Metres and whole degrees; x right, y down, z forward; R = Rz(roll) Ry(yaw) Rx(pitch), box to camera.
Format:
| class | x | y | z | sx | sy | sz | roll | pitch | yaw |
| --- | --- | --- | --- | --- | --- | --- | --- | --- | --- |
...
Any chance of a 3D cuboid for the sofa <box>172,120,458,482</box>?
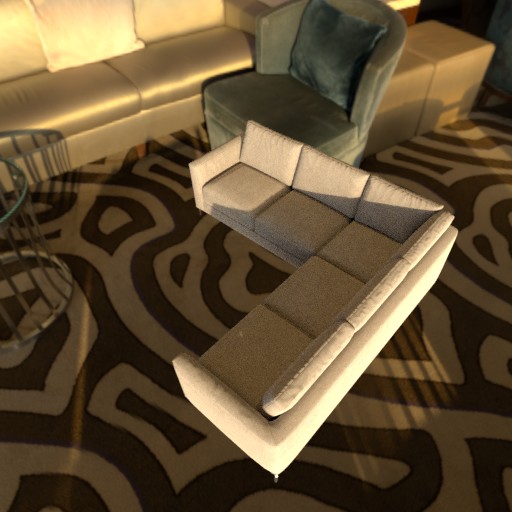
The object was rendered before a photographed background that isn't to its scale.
| class | x | y | z | sx | sy | sz | roll | pitch | yaw |
| --- | --- | --- | --- | --- | --- | --- | --- | --- | --- |
| sofa | 0.000 | 0.000 | 3.756 | 2.438 | 0.864 | 2.438 | 32 | 54 | 28 |
